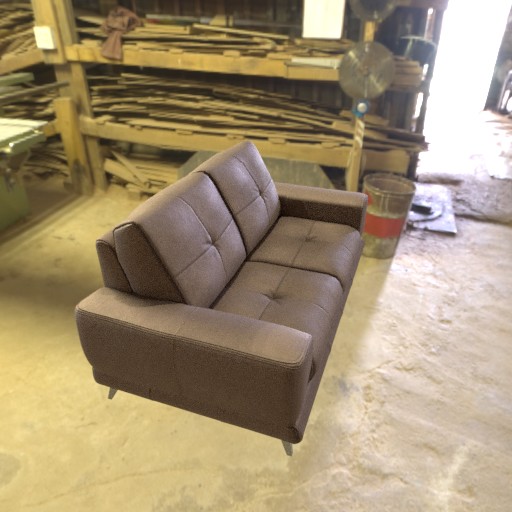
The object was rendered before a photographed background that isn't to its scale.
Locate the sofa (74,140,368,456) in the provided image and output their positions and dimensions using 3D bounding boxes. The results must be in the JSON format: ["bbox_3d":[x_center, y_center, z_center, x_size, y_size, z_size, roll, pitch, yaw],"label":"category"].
[{"bbox_3d":[0.000,0.000,2.458,1.018,0.907,1.806,10,31,17],"label":"sofa"}]
